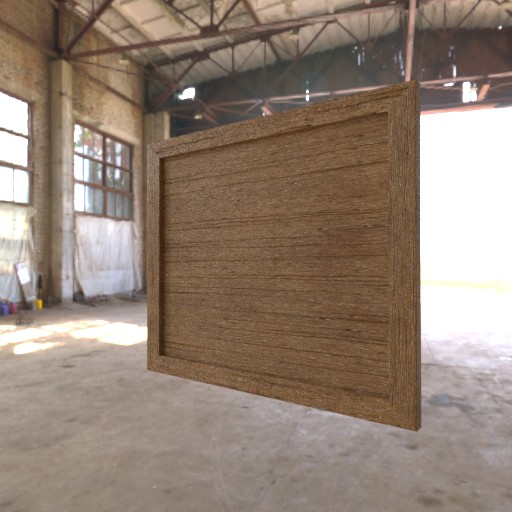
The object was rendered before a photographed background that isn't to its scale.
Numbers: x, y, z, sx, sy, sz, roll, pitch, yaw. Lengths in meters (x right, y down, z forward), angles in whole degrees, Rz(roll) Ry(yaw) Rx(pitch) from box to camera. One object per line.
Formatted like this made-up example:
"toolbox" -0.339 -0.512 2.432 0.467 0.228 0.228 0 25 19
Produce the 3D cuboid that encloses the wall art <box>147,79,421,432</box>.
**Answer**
"wall art" 0.000 0.000 0.957 0.690 0.588 0.026 0 -1 37
